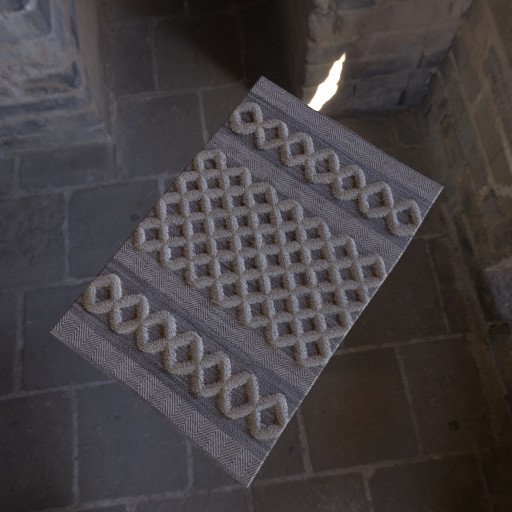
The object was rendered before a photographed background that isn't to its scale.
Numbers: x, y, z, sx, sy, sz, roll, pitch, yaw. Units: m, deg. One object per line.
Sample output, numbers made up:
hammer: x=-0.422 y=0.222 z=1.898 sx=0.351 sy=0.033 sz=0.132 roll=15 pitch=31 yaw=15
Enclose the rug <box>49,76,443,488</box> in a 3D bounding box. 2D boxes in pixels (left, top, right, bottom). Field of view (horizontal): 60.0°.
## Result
rug: x=0.000 y=0.000 z=2.295 sx=1.222 sy=0.030 sz=1.823 roll=35 pitch=77 yaw=9
